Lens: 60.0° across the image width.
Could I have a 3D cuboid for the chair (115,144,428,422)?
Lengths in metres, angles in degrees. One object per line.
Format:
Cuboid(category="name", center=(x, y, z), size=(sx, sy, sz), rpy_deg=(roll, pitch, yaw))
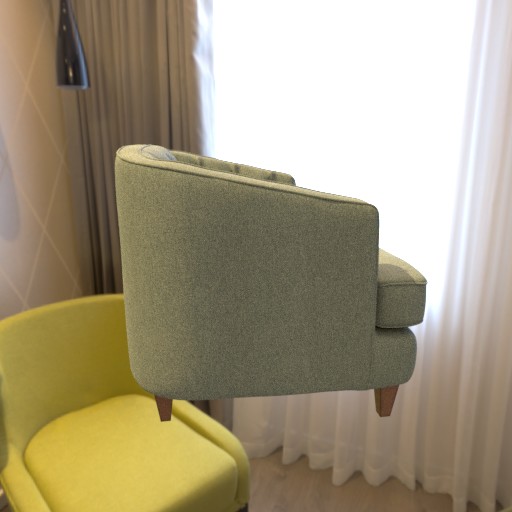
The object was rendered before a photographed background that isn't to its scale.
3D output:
Cuboid(category="chair", center=(0.000, 0.000, 1.747), size=(0.945, 0.852, 1.094), rpy_deg=(-2, 15, -8))
